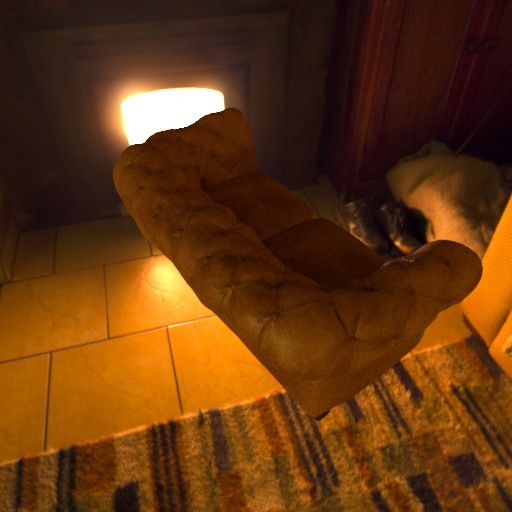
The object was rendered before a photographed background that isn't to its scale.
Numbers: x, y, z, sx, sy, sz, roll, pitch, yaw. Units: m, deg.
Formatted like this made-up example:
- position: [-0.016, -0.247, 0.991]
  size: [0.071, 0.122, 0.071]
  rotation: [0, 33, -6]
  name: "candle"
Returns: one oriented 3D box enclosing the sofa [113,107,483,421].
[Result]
- position: [0.000, 0.000, 2.484]
  size: [1.042, 0.877, 1.979]
  rotation: [-26, 48, -26]
  name: "sofa"
